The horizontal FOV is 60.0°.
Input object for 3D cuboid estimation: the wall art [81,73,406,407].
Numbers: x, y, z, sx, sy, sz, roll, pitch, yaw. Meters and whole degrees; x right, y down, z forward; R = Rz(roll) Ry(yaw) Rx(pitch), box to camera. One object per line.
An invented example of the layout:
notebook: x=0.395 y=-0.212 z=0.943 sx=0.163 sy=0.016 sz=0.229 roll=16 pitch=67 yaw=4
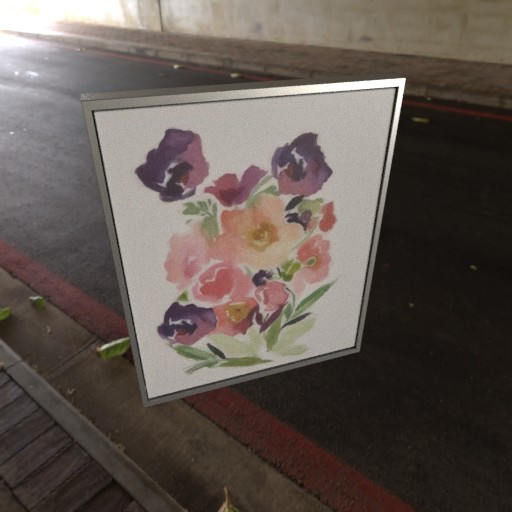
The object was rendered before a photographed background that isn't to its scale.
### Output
wall art: x=0.000 y=0.000 z=0.749 sx=0.452 sy=0.549 sz=0.038 roll=-10 pitch=34 yaw=-16
